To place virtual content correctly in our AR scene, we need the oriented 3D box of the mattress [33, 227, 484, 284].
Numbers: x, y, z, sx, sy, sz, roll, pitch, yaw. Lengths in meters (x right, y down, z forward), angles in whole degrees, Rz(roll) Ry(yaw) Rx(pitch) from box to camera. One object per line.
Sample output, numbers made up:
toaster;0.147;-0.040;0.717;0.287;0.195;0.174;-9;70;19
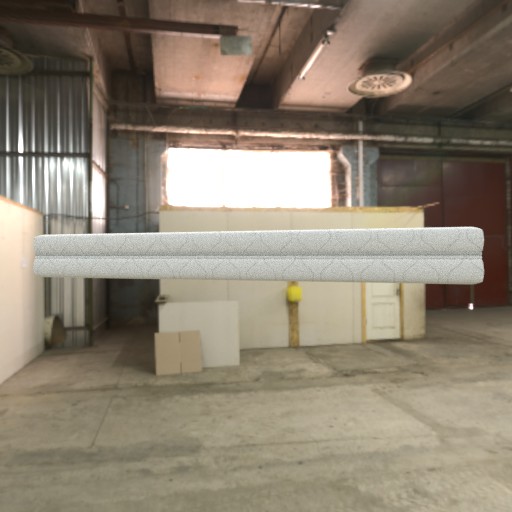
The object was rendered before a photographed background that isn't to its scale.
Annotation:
mattress;0.000;0.000;2.206;1.900;0.200;0.900;0;0;18
